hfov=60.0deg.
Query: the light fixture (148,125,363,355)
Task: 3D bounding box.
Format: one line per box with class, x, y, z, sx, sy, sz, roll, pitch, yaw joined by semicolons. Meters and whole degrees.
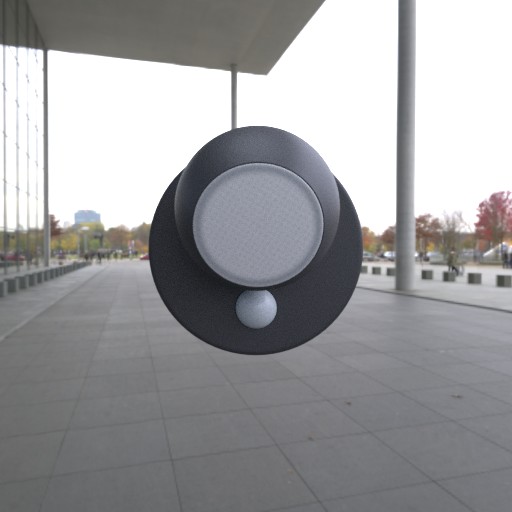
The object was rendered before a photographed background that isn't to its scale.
light fixture;0.000;0.000;0.263;0.134;0.143;0.160;0;1;-1
